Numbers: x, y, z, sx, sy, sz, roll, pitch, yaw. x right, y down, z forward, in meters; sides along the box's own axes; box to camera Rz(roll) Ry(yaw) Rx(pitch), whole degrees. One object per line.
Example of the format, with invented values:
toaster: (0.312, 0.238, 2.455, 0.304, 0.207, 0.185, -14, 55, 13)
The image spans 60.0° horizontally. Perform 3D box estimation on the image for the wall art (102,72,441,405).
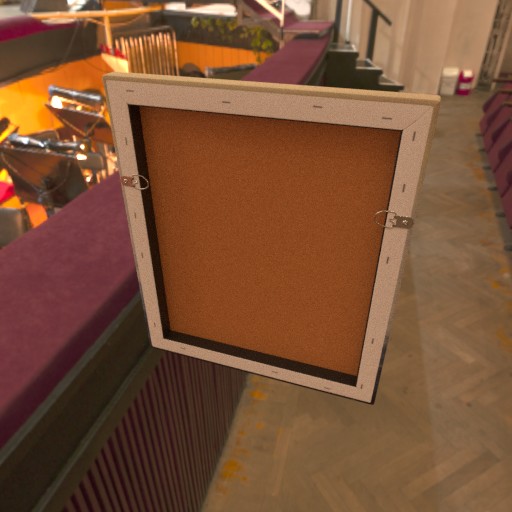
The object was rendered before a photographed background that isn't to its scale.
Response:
wall art: (0.000, 0.000, 0.962, 0.608, 0.710, 0.041, 10, 34, 16)
